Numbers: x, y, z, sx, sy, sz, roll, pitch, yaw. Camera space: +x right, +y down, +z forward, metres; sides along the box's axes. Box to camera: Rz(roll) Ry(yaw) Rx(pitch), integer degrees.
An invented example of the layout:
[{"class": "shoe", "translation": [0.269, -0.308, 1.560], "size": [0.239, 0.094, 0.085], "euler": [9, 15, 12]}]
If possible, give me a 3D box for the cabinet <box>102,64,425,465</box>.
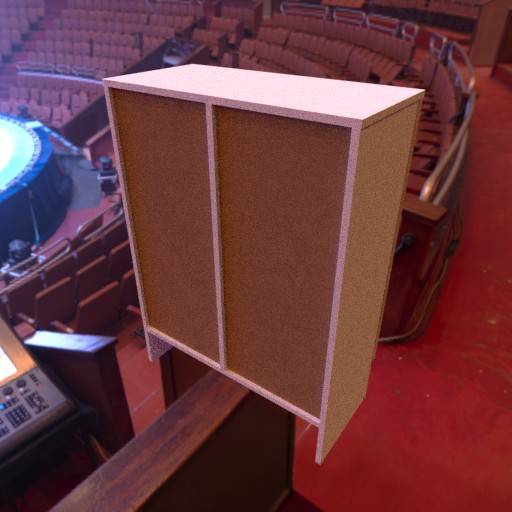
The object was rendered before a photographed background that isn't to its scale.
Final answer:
[{"class": "cabinet", "translation": [0.000, 0.000, 1.109], "size": [0.600, 0.815, 0.296], "euler": [20, 36, 30]}]
